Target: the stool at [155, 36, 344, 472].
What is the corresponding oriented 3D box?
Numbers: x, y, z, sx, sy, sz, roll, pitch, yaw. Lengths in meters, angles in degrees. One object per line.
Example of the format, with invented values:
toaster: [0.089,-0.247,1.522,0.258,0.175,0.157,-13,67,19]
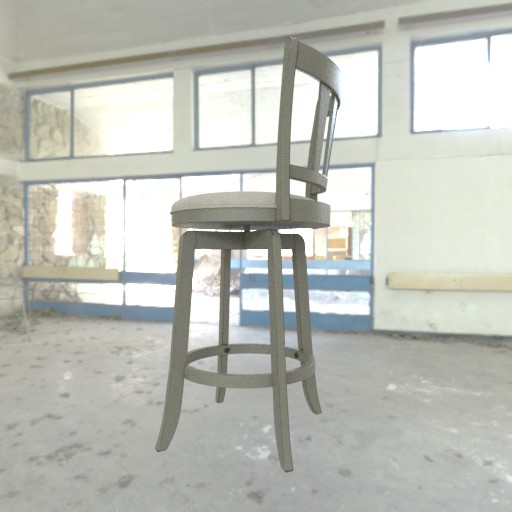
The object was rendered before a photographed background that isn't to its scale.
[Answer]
stool: [0.000,0.000,1.256,0.486,0.994,0.450,0,0,18]
